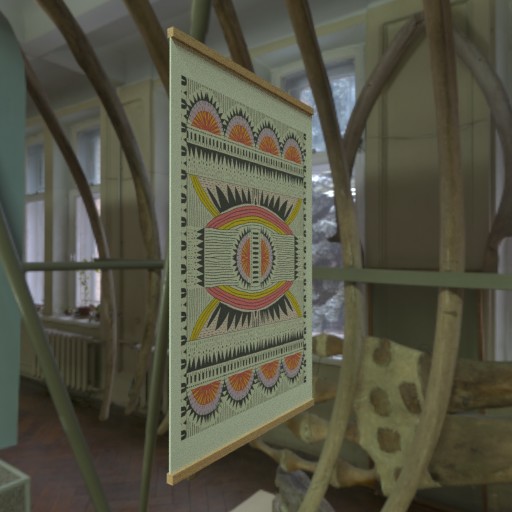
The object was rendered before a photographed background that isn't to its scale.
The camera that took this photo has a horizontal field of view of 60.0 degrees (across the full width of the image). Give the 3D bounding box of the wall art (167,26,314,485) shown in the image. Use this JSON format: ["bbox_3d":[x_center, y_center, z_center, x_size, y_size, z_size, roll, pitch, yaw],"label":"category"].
[{"bbox_3d":[0.000,0.000,1.895,0.028,1.533,0.999,0,0,35],"label":"wall art"}]
